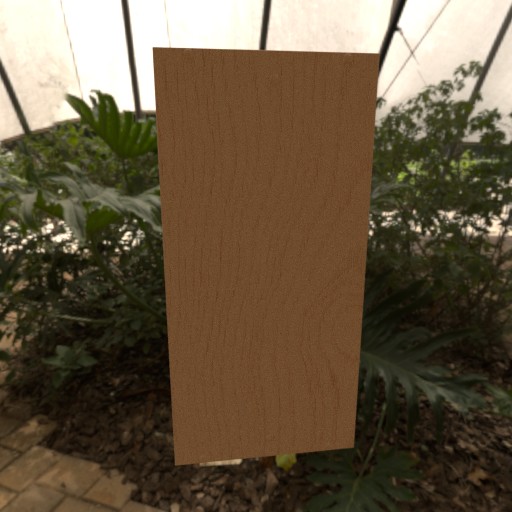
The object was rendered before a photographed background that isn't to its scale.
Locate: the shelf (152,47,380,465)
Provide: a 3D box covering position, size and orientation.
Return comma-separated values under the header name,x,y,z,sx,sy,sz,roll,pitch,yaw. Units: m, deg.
name,x,y,z,sx,sy,sz,roll,pitch,yaw
shelf,0.000,0.000,0.752,0.290,0.600,0.250,-2,15,-8
